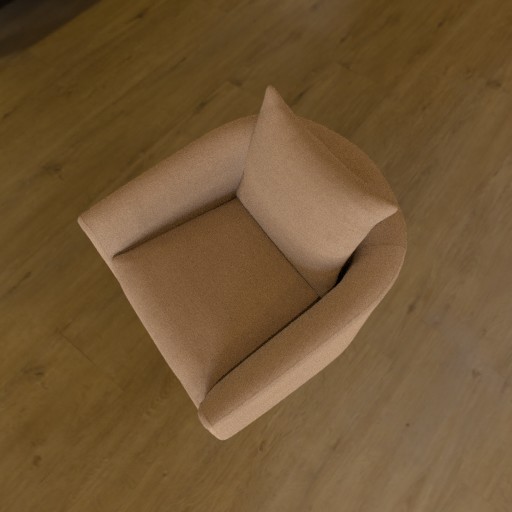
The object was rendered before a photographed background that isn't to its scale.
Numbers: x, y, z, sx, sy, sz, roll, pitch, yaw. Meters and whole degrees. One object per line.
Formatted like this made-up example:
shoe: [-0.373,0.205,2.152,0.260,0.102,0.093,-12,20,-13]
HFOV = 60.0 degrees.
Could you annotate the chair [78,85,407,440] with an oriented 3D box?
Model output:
chair: [0.000,0.000,1.585,0.910,0.848,0.845,-32,67,-15]
